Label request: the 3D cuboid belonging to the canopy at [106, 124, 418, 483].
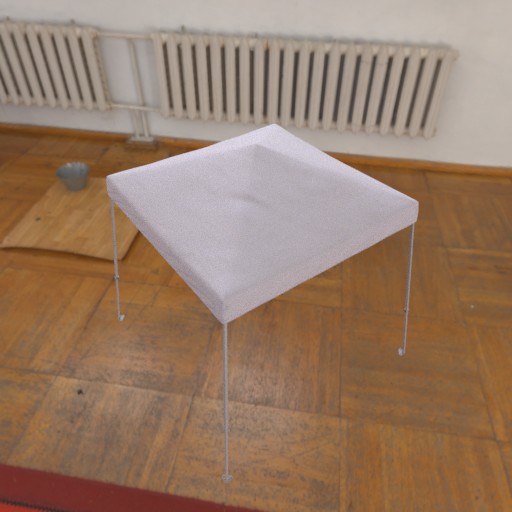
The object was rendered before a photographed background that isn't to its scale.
[{"bbox_3d":[0.000,0.000,5.227,2.849,2.850,2.850,-25,46,-27],"label":"canopy"}]
